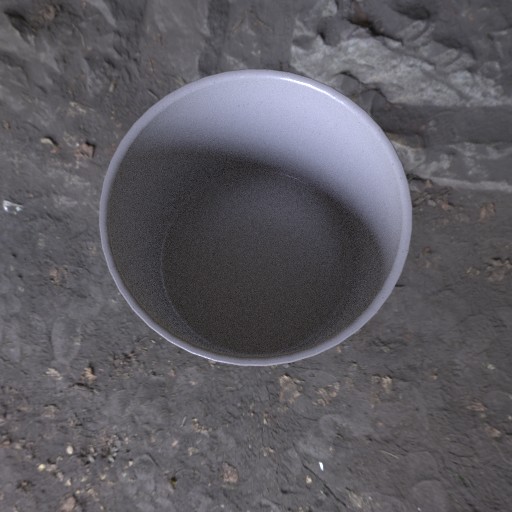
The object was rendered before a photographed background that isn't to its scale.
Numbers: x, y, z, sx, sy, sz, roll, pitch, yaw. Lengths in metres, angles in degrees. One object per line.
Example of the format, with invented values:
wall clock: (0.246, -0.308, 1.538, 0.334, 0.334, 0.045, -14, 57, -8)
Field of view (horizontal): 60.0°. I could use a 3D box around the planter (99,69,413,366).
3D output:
planter: (0.000, 0.000, 0.392, 0.188, 0.260, 0.188, 0, 76, 0)
